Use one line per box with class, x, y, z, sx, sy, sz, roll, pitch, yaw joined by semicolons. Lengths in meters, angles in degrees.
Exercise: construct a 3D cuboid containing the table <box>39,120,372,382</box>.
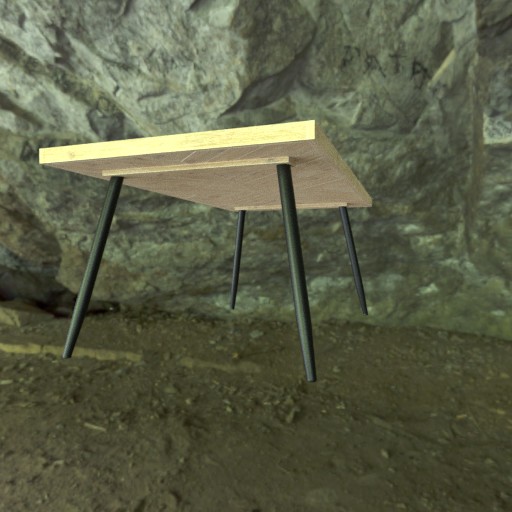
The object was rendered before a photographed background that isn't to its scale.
table;0.000;0.000;2.258;0.991;0.762;1.803;0;0;20
